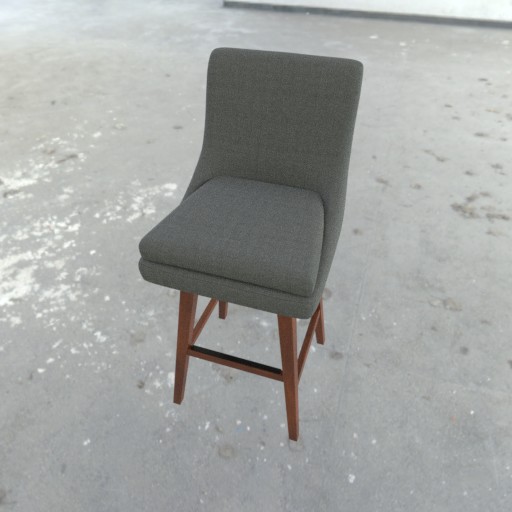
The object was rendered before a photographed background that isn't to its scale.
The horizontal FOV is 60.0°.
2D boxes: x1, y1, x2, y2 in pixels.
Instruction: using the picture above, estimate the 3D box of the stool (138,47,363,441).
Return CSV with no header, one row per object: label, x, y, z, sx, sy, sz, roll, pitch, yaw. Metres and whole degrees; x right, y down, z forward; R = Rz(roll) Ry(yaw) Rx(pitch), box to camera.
stool,0.000,0.000,1.267,0.447,0.977,0.524,12,41,14
